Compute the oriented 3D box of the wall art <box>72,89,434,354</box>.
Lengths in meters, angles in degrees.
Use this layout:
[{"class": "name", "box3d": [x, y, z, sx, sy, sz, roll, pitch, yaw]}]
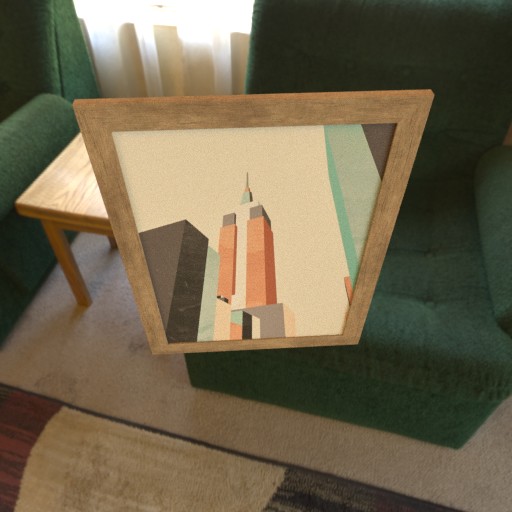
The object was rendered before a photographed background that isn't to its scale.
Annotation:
[{"class": "wall art", "box3d": [0.000, 0.000, 0.907, 0.534, 0.686, 0.018, -2, 47, -2]}]
